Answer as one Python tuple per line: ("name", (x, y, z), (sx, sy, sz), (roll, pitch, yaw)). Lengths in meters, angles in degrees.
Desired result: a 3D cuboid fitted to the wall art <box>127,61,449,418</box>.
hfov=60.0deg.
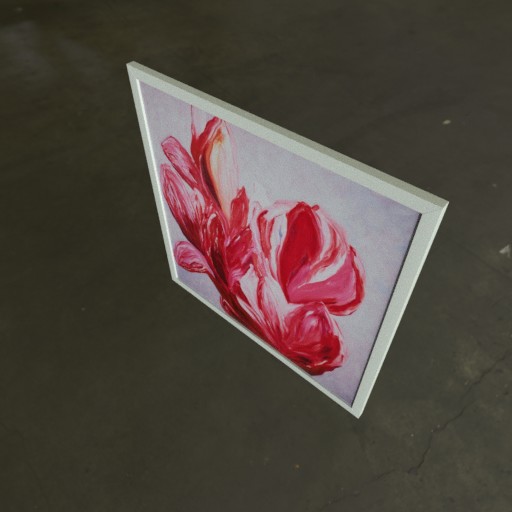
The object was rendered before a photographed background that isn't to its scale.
("wall art", (0.000, 0.000, 1.182), (0.805, 0.803, 0.022), (32, 55, 27))
